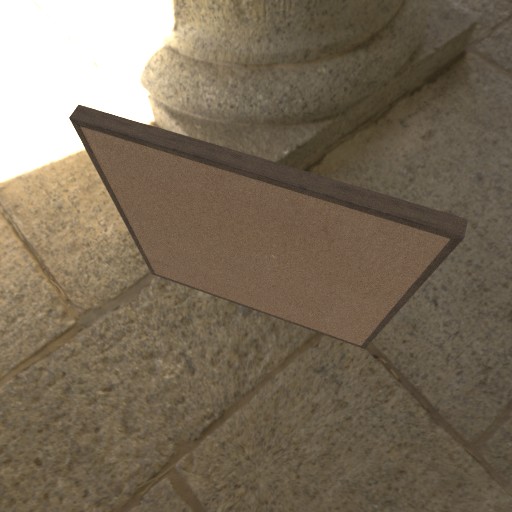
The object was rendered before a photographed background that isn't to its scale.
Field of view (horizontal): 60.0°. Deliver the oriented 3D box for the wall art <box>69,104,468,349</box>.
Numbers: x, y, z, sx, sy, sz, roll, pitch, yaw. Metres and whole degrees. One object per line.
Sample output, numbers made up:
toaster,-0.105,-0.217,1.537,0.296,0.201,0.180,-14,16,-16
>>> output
wall art,0.000,0.000,1.153,0.762,0.762,0.038,18,66,9
